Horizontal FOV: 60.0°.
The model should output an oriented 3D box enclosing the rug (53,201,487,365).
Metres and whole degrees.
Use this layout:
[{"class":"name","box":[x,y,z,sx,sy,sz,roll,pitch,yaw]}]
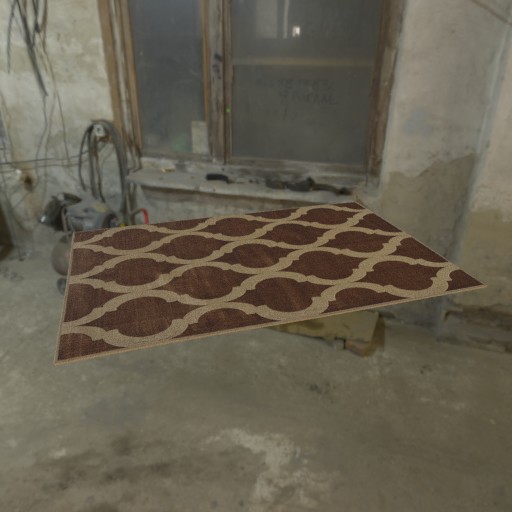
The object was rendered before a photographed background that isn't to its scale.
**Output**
[{"class":"rug","box":[0.000,0.000,2.853,2.290,0.014,1.526,-8,27,-16]}]
